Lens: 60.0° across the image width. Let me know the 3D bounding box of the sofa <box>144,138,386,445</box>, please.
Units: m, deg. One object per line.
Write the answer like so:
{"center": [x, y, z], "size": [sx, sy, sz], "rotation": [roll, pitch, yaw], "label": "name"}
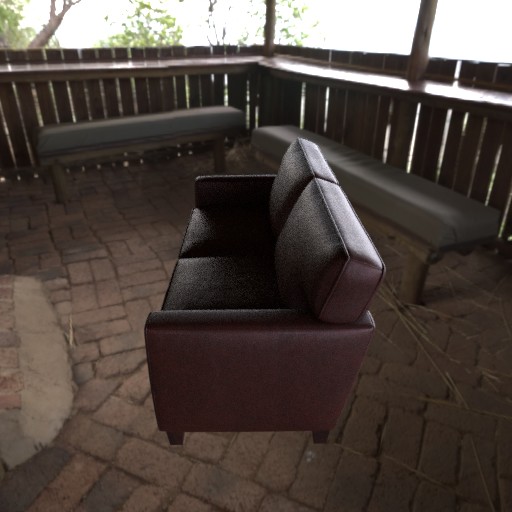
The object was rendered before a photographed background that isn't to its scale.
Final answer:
{"center": [0.000, 0.000, 2.472], "size": [0.912, 0.928, 1.876], "rotation": [0, 28, -1], "label": "sofa"}
